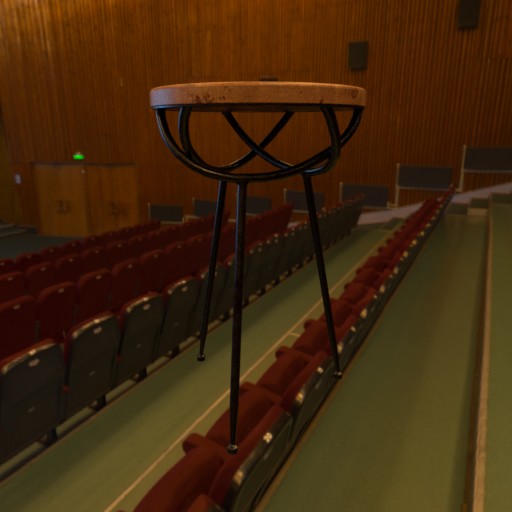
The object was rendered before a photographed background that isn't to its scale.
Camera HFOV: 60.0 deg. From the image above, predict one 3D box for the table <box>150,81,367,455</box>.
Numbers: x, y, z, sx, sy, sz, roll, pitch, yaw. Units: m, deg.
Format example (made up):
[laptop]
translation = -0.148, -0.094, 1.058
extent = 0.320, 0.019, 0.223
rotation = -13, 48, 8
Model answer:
[table]
translation = 0.000, 0.000, 0.950
extent = 0.414, 0.664, 0.418
rotation = 8, 18, 25
